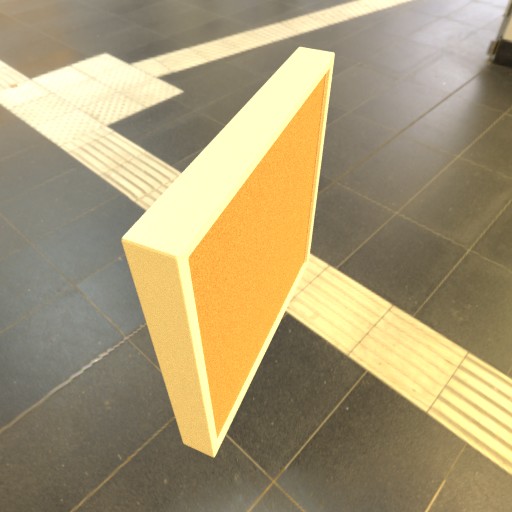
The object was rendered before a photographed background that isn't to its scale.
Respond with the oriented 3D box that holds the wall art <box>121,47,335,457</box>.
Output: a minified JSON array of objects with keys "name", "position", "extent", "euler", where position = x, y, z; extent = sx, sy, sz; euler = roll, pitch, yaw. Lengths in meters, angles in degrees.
[{"name":"wall art","position":[0.000,0.000,0.455],"extent":[0.038,0.305,0.305],"euler":[17,49,16]}]
